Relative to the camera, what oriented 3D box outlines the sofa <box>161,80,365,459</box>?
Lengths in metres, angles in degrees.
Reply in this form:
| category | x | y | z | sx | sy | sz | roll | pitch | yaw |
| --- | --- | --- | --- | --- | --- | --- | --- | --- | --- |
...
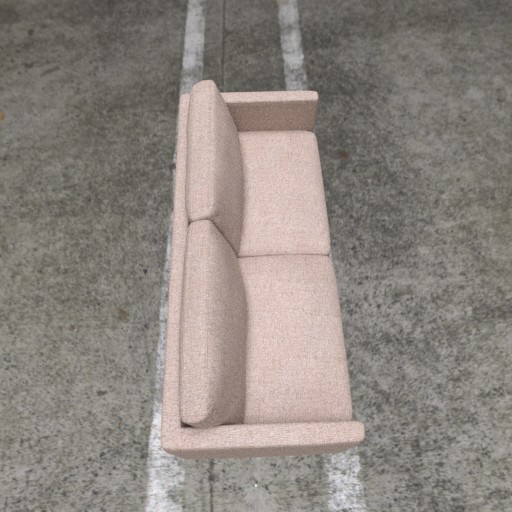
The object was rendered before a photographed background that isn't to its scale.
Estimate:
| category | x | y | z | sx | sy | sz | roll | pitch | yaw |
| --- | --- | --- | --- | --- | --- | --- | --- | --- | --- |
| sofa | 0.000 | 0.000 | 2.702 | 0.951 | 0.965 | 2.208 | -2 | 63 | -1 |
